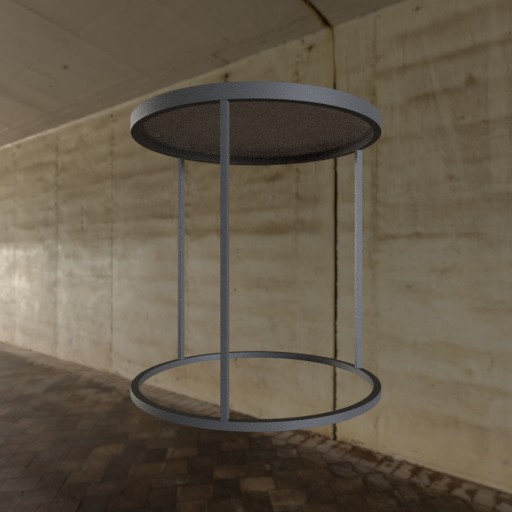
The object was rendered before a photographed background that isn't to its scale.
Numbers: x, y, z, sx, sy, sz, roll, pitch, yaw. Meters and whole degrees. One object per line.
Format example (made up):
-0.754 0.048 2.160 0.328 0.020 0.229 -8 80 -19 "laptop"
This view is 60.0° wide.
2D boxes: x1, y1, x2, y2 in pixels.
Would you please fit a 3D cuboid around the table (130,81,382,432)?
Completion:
0.000 0.000 0.863 0.470 0.498 0.470 0 0 0 "table"
